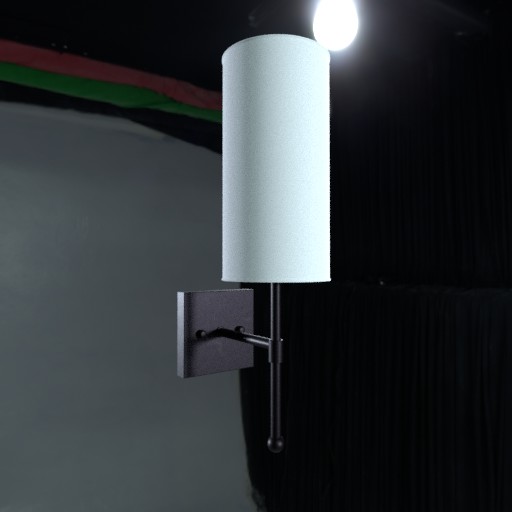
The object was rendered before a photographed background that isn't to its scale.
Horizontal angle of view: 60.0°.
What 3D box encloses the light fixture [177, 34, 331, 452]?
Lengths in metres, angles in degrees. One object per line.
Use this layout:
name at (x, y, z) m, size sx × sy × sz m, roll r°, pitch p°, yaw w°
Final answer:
light fixture at (0.000, 0.000, 0.557) m, size 0.128 × 0.462 × 0.208 m, roll 1°, pitch -1°, yaw -36°
